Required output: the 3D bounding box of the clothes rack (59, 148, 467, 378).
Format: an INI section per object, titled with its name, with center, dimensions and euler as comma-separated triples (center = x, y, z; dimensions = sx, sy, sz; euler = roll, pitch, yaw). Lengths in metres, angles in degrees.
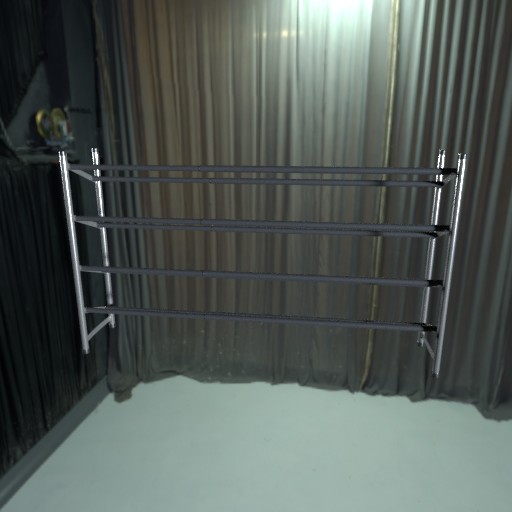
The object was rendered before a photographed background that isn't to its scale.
[clothes rack]
center = 0.000, 0.000, 1.449
dimensions = 1.168, 0.672, 0.229
euler = 2, 16, 7
